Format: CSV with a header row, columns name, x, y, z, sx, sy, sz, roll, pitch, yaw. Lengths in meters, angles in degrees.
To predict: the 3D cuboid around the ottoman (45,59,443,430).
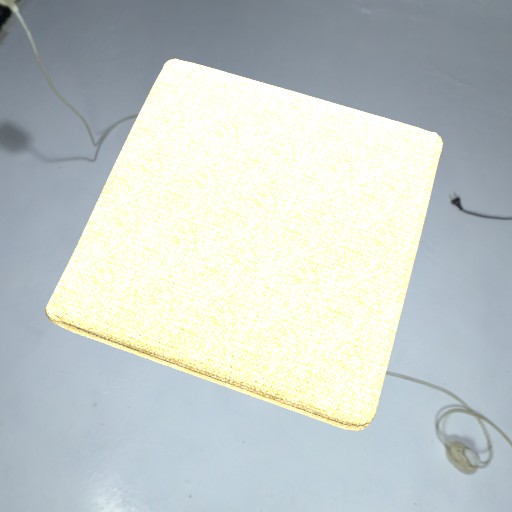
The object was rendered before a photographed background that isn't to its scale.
name,x,y,z,sx,sy,sz,roll,pitch,yaw
ottoman,0.000,0.000,0.882,0.512,0.441,0.505,18,74,5
